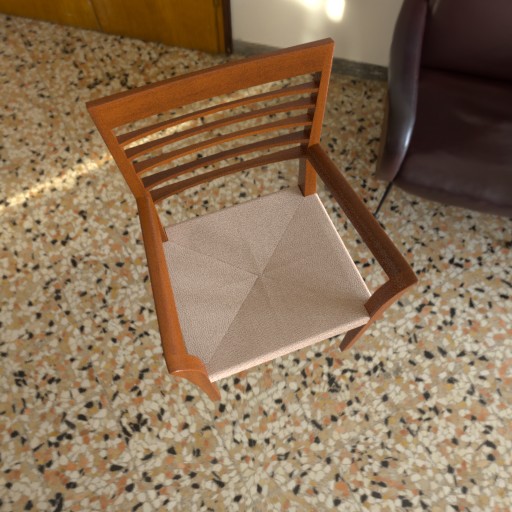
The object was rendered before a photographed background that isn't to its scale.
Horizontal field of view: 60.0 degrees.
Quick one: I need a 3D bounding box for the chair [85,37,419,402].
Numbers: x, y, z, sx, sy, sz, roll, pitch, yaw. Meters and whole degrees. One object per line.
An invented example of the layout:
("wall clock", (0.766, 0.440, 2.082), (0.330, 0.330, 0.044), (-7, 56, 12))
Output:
("chair", (0.000, 0.000, 1.225), (0.587, 0.855, 0.540), (-19, 66, -9))
